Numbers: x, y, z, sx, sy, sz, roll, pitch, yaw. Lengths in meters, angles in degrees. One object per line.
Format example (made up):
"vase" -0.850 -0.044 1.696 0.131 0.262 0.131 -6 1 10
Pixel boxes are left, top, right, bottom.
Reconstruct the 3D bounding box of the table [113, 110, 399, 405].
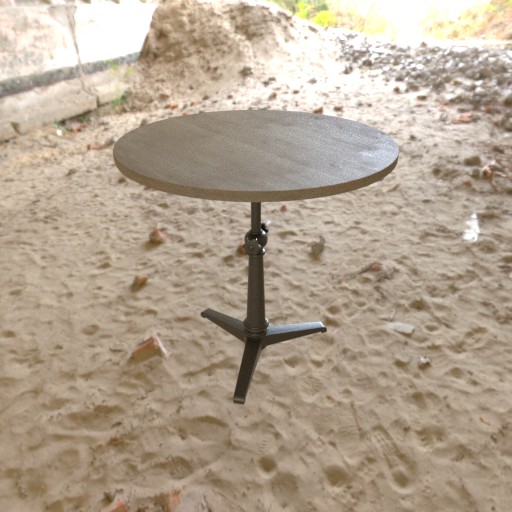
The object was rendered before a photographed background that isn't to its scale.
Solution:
"table" 0.000 0.000 1.480 0.800 0.780 0.800 0 30 0
